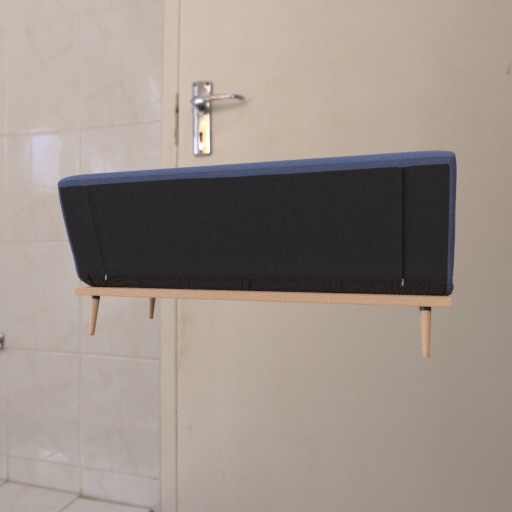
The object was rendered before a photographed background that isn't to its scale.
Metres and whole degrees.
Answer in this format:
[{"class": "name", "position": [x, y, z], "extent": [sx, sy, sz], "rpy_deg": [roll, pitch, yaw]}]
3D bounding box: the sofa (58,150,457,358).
[{"class": "sofa", "position": [0.000, 0.000, 2.233], "extent": [1.800, 0.800, 0.796], "rpy_deg": [0, 0, 18]}]
